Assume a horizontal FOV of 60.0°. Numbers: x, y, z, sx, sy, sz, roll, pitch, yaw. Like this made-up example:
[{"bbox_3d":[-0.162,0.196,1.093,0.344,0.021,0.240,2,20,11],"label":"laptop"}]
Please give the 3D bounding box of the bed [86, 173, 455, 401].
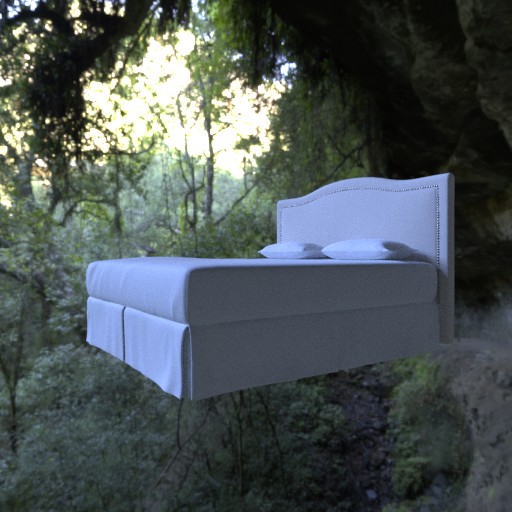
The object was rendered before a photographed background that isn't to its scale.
[{"bbox_3d":[0.000,0.000,3.525,2.182,1.421,2.083,0,0,-35],"label":"bed"}]
